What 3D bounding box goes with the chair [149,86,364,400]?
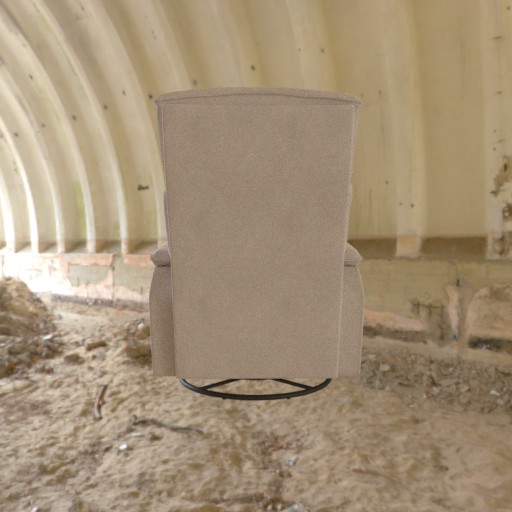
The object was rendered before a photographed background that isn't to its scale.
[{"bbox_3d":[0.000,0.000,1.779,0.820,1.039,1.001,0,1,-1],"label":"chair"}]
